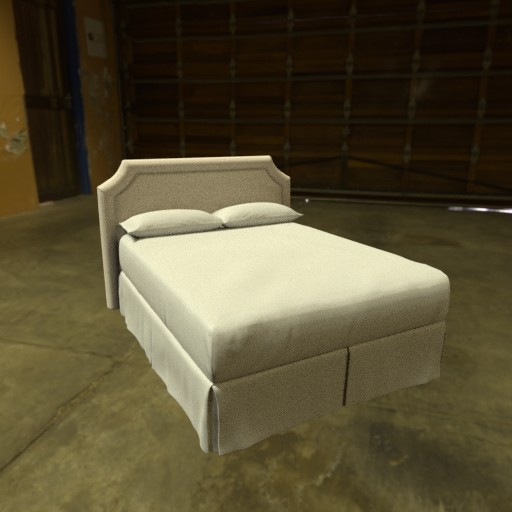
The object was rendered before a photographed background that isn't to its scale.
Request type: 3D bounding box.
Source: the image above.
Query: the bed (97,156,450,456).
[{"bbox_3d":[0.000,0.000,3.225,1.828,1.297,2.164,-8,18,-27],"label":"bed"}]
